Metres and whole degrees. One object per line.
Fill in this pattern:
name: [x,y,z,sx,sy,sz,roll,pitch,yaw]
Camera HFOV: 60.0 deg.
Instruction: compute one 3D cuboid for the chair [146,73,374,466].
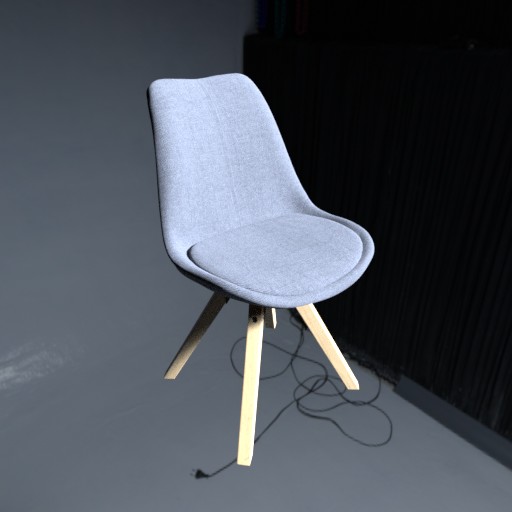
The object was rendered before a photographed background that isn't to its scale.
chair: [0.000,0.000,1.179,0.485,0.850,0.550,-20,34,-33]
